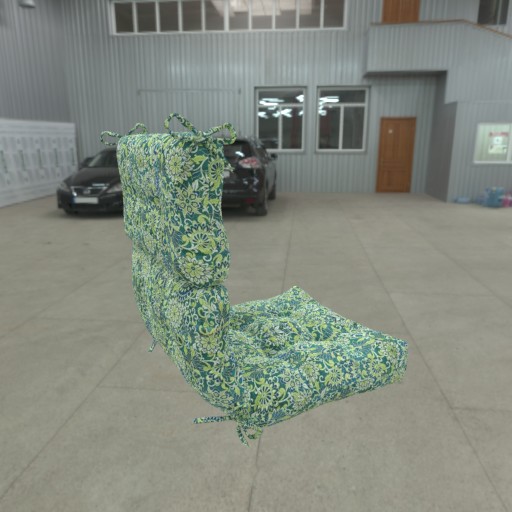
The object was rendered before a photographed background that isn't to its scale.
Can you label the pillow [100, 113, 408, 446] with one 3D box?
[{"bbox_3d":[0.000,0.000,1.038,0.571,0.605,0.519,-8,17,-28],"label":"pillow"}]
